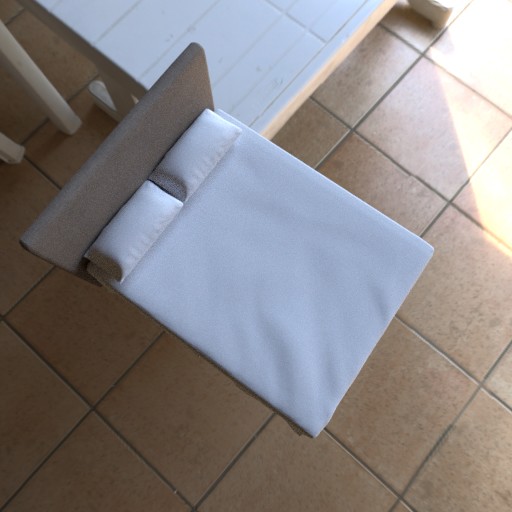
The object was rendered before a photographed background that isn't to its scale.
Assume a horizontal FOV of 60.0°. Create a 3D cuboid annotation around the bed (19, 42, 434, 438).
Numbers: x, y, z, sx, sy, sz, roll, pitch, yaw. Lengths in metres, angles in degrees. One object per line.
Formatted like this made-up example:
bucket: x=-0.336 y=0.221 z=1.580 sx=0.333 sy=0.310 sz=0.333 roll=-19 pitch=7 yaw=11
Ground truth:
bed: x=0.000 y=0.000 z=3.136 sx=2.142 sy=1.330 sz=1.723 roll=35 pitch=79 yaw=8
